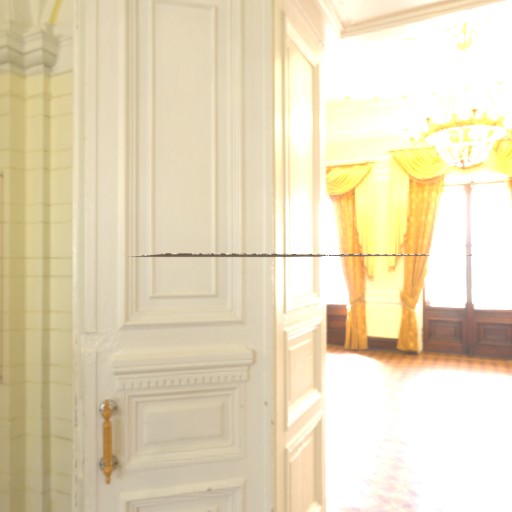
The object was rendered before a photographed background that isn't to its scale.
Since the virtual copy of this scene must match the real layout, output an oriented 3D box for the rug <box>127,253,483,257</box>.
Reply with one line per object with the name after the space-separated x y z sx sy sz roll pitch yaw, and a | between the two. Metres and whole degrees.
0.000 0.000 2.261 1.177 0.004 1.750 0 0 -19 | rug
